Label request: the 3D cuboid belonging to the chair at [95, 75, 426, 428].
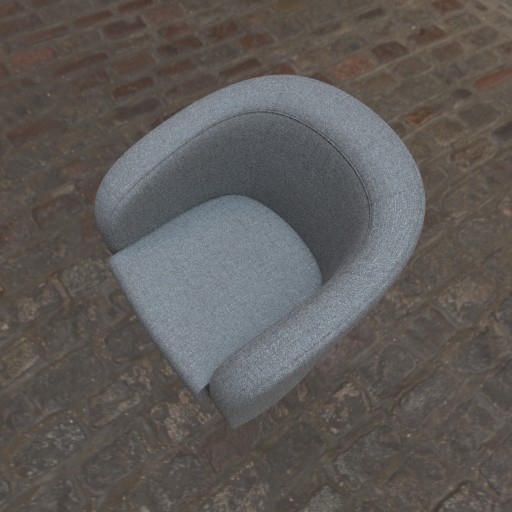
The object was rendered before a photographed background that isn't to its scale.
[{"bbox_3d":[0.000,0.000,1.411,0.815,0.771,0.791,-34,67,-16],"label":"chair"}]
